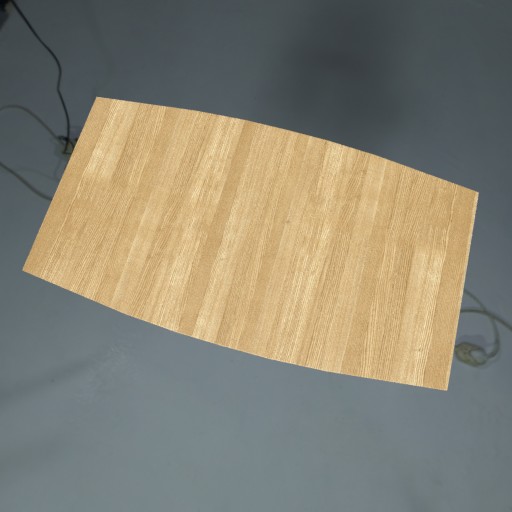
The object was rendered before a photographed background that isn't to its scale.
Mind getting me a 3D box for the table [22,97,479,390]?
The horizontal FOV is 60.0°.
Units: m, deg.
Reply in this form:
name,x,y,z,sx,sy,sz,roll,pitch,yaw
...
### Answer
name,x,y,z,sx,sy,sz,roll,pitch,yaw
table,0.000,0.000,2.057,1.598,0.748,0.900,15,75,4
